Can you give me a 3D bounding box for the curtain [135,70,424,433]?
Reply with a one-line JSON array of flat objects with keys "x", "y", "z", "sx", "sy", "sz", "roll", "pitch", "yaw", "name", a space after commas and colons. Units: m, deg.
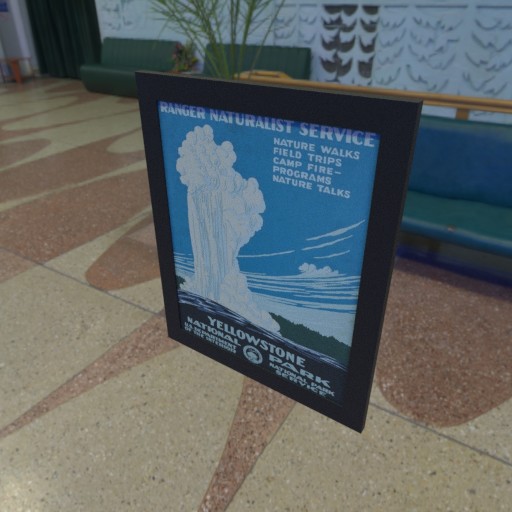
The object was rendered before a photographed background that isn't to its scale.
[{"x": 0.000, "y": 0.000, "z": 0.795, "sx": 0.483, "sy": 0.585, "sz": 0.027, "roll": 19, "pitch": 35, "yaw": 29, "name": "curtain"}]
